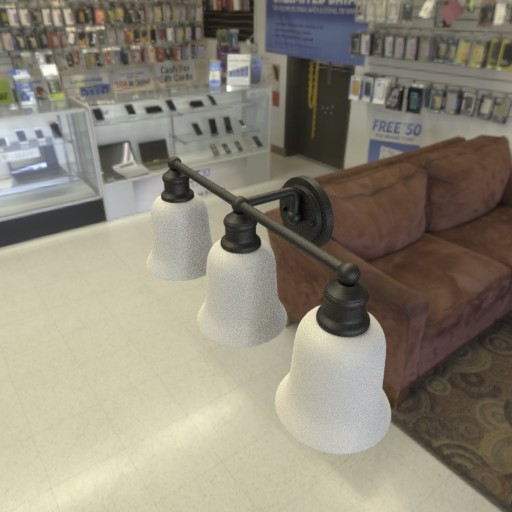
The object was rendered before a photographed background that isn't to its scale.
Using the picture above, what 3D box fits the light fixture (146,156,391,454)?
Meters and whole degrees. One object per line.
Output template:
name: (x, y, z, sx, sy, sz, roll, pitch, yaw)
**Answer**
light fixture: (0.000, 0.000, 0.674, 0.198, 0.211, 0.570, -19, 35, -29)
